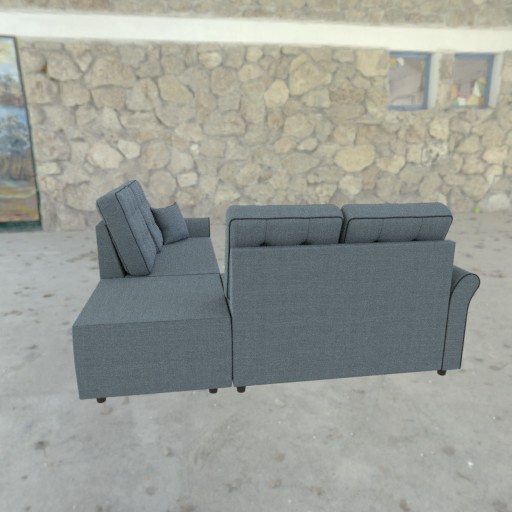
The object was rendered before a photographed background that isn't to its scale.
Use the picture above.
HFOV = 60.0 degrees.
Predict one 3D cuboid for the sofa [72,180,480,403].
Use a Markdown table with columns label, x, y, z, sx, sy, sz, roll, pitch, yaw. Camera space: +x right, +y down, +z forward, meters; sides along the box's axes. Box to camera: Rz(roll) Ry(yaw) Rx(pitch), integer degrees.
| label | x | y | z | sx | sy | sz | roll | pitch | yaw |
| --- | --- | --- | --- | --- | --- | --- | --- | --- | --- |
| sofa | 0.000 | 0.000 | 3.185 | 2.068 | 0.988 | 2.070 | -2 | 15 | -9 |
